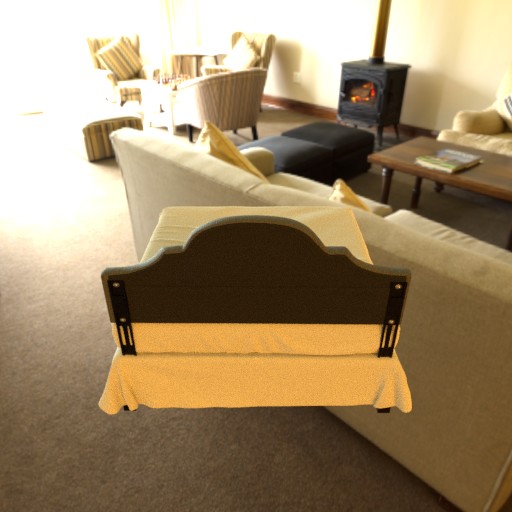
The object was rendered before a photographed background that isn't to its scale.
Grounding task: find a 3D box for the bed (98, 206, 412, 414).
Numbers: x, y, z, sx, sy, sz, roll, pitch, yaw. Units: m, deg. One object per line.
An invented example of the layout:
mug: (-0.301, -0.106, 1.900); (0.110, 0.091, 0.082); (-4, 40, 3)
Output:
bed: (0.000, 0.000, 3.826); (2.303, 1.631, 2.222); (0, 31, 1)
